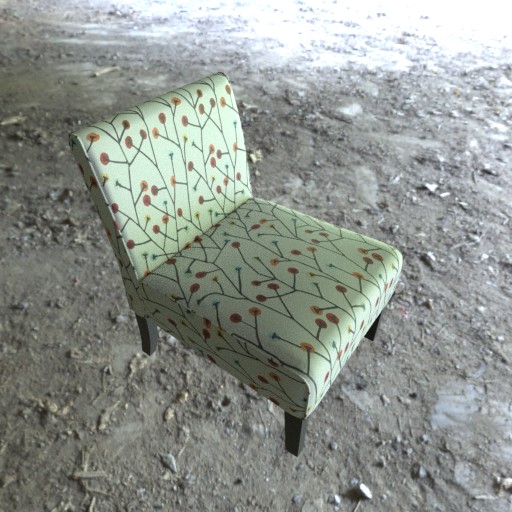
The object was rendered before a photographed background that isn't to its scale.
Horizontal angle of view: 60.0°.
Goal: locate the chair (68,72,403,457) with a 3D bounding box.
[{"bbox_3d":[0.000,0.000,1.342,0.732,0.813,0.597,25,46,27],"label":"chair"}]
